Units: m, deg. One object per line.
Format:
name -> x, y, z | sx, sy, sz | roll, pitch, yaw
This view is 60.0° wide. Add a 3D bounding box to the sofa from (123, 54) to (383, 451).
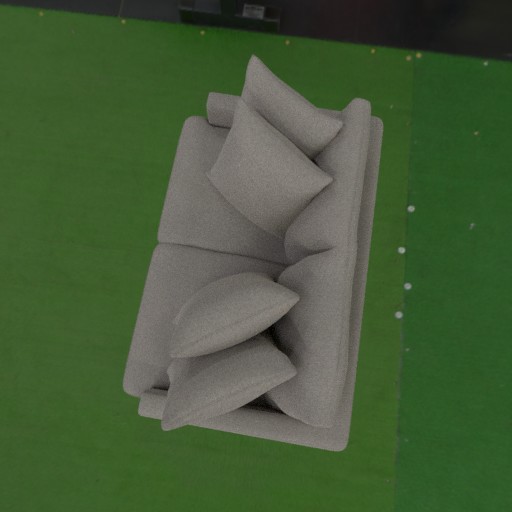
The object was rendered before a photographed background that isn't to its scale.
sofa -> 0.000, 0.000, 2.513 | 1.228, 1.080, 1.869 | 9, 76, 2
